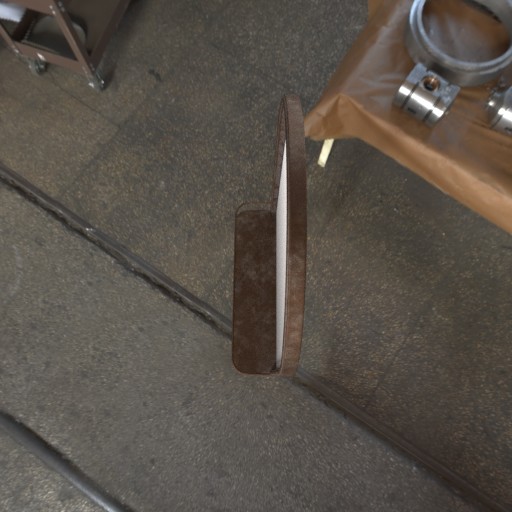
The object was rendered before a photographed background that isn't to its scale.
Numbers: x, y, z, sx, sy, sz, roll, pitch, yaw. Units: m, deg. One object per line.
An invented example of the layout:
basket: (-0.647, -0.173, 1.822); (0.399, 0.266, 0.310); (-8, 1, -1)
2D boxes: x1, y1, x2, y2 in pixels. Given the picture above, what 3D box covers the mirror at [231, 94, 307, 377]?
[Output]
mirror: (0.000, 0.000, 0.967); (0.137, 0.770, 0.510); (1, 75, 0)
